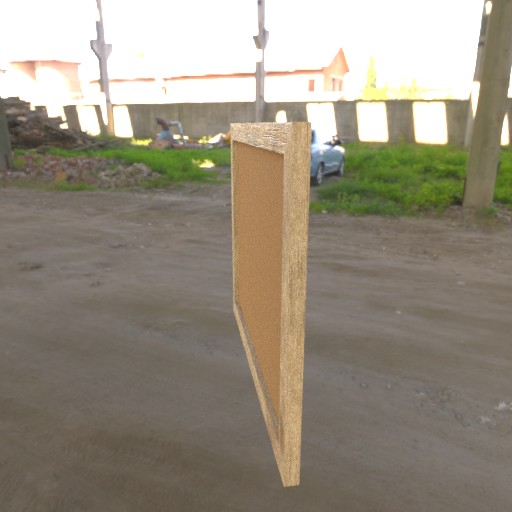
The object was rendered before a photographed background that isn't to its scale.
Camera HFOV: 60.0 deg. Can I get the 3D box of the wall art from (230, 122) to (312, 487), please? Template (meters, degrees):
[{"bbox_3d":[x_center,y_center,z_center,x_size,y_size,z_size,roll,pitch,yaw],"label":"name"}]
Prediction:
[{"bbox_3d":[0.000,0.000,0.931,0.026,0.535,0.690,-3,17,-9],"label":"wall art"}]
